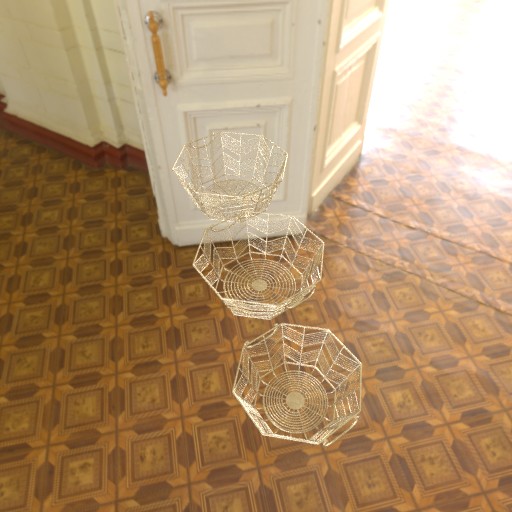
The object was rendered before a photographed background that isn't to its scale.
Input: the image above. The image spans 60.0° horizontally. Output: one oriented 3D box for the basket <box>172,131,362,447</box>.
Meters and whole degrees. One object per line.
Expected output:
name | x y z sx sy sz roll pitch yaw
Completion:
basket | 0.000 0.000 1.411 0.432 0.178 1.246 -9 47 -9
